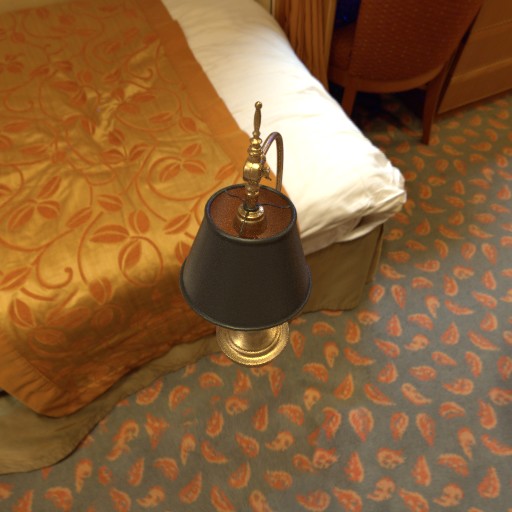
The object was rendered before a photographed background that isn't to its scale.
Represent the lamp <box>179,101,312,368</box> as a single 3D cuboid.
[{"bbox_3d":[0.000,0.000,0.831,0.235,0.675,0.344,15,58,9],"label":"lamp"}]
